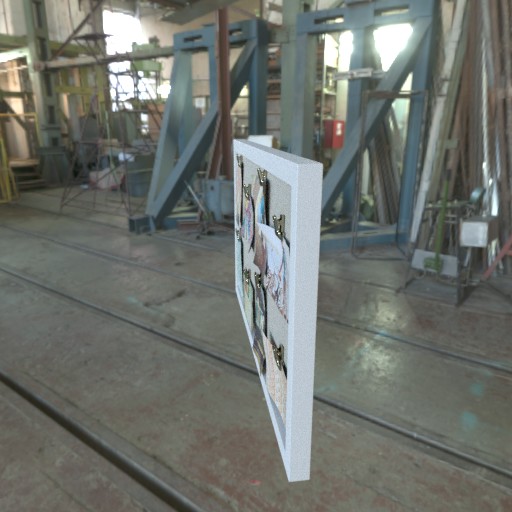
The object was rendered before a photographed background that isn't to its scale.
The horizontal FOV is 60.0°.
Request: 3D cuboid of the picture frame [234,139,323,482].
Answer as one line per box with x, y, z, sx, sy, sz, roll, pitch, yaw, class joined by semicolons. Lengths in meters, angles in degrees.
0.000;0.000;0.788;0.044;0.379;0.647;-2;17;-8;picture frame
